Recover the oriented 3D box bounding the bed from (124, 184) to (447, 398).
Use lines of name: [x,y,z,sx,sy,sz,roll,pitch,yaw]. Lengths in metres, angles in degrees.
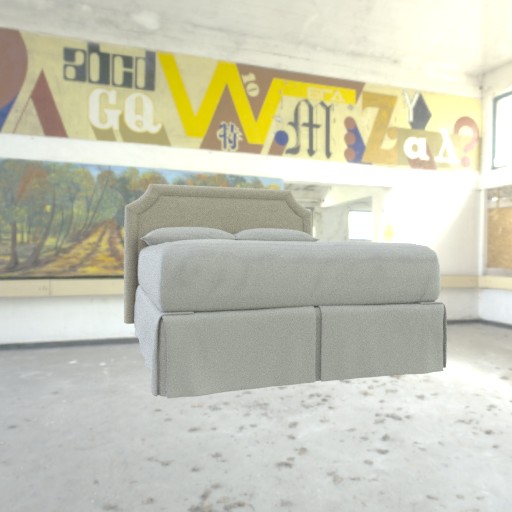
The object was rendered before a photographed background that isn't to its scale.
bed: [0.000,0.000,3.263,1.828,1.297,2.164,0,0,-18]
